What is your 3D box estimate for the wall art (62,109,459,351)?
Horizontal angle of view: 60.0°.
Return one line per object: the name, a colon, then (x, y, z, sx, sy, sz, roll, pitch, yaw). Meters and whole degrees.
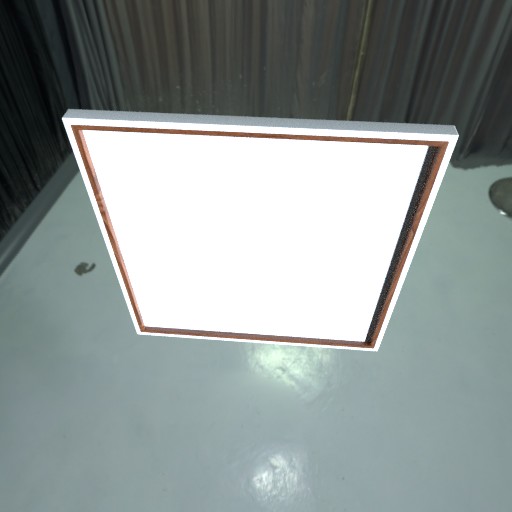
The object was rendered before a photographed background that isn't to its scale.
wall art: (0.000, 0.000, 1.505, 1.009, 1.009, 0.049, 3, 47, 3)
